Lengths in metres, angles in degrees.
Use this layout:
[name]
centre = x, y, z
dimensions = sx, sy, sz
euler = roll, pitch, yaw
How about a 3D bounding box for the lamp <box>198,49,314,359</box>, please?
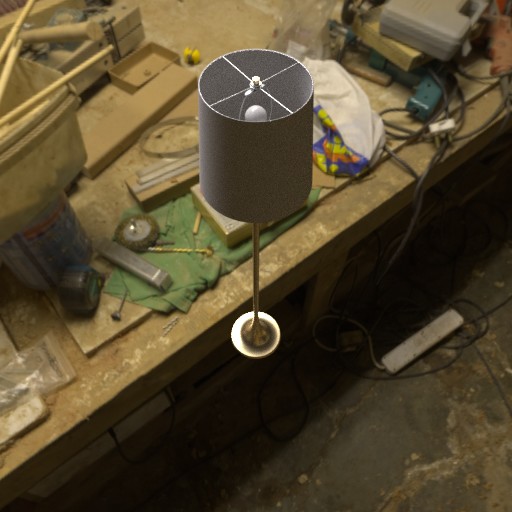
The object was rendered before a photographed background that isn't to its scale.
[lamp]
centre = 0.000, 0.000, 1.691
dimensions = 0.337, 1.543, 0.337
euler = 0, 57, 0
